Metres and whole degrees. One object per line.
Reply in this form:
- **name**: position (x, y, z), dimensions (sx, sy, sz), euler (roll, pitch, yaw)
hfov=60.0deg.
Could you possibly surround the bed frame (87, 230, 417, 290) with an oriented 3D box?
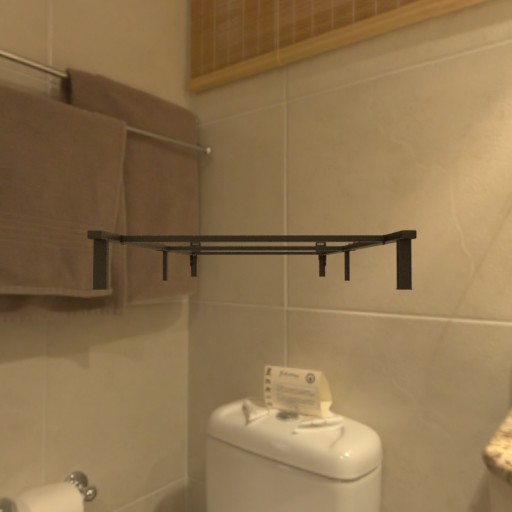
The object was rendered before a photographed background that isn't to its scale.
- **bed frame**: position (0.000, 0.000, 2.231), dimensions (0.968, 0.248, 1.897), euler (0, -1, 1)
